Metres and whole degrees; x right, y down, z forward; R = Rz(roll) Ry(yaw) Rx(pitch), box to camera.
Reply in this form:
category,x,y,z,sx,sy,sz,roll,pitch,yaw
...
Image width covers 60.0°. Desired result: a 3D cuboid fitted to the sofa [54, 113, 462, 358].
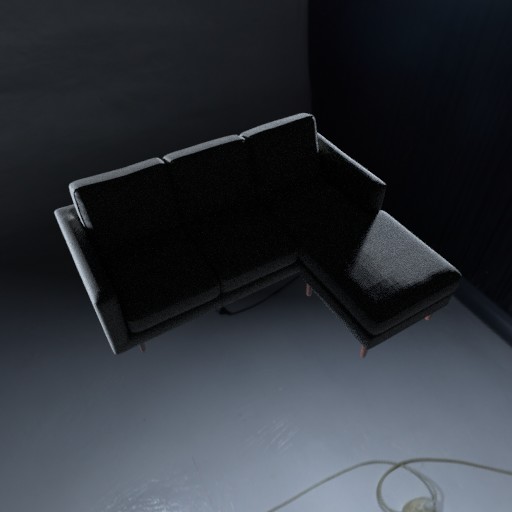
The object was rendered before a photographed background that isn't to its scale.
category,x,y,z,sx,sy,sz,roll,pitch,yaw
sofa,0.000,0.000,2.886,2.055,0.957,1.667,-23,50,-21
